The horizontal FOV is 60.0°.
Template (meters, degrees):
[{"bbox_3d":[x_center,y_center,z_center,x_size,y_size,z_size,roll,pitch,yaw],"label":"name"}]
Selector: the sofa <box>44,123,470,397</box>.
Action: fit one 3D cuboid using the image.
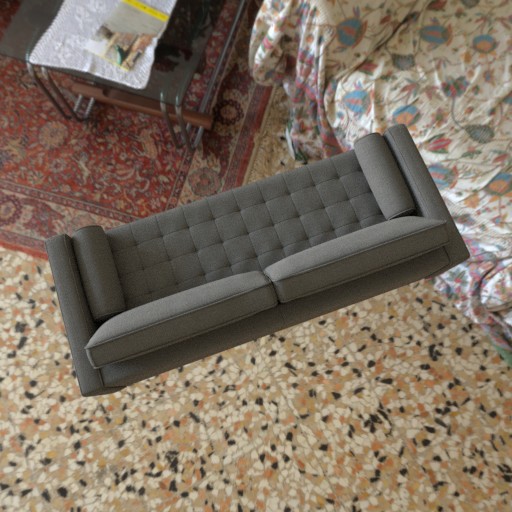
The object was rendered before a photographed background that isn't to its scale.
[{"bbox_3d":[0.000,0.000,2.618,2.198,0.762,0.914,-19,76,-5],"label":"sofa"}]
